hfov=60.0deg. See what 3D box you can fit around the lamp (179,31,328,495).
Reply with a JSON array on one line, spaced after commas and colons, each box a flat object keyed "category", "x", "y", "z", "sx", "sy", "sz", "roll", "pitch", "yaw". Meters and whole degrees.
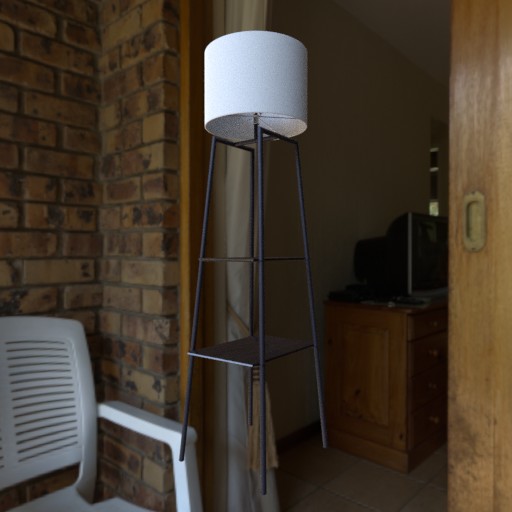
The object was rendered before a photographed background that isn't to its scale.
[{"category": "lamp", "x": 0.000, "y": 0.000, "z": 1.640, "sx": 0.384, "sy": 1.474, "sz": 0.427, "roll": 0, "pitch": 1, "yaw": 37}]
